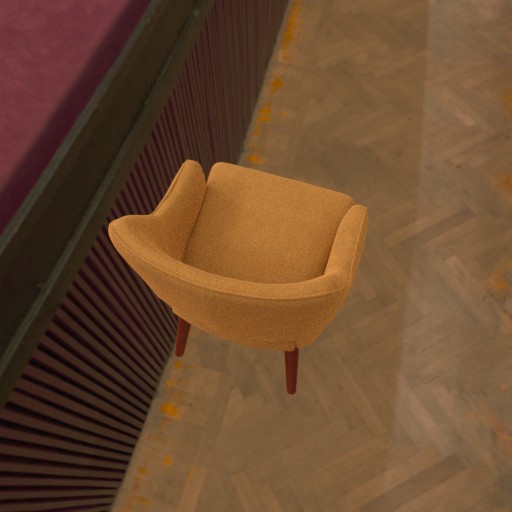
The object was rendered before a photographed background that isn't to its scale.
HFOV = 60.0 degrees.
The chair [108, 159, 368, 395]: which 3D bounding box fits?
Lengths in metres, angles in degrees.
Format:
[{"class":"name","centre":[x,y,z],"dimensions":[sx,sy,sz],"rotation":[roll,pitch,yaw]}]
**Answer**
[{"class":"chair","centre":[0.000,0.000,1.244],"dimensions":[0.548,0.849,0.605],"rotation":[16,64,8]}]
